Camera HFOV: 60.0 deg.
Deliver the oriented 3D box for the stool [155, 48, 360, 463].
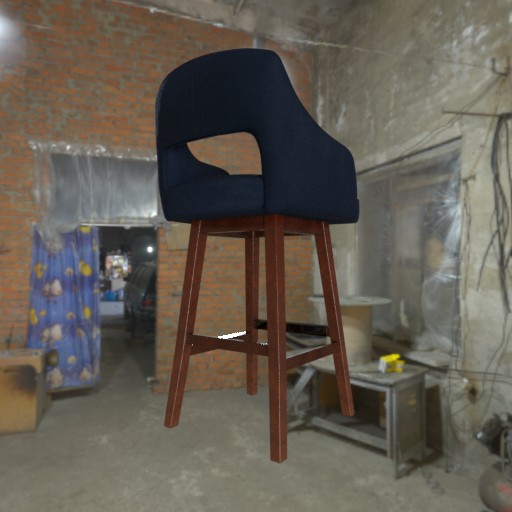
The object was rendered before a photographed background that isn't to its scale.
[{"bbox_3d":[0.000,0.000,1.378,0.550,1.041,0.560,-1,-1,36],"label":"stool"}]
